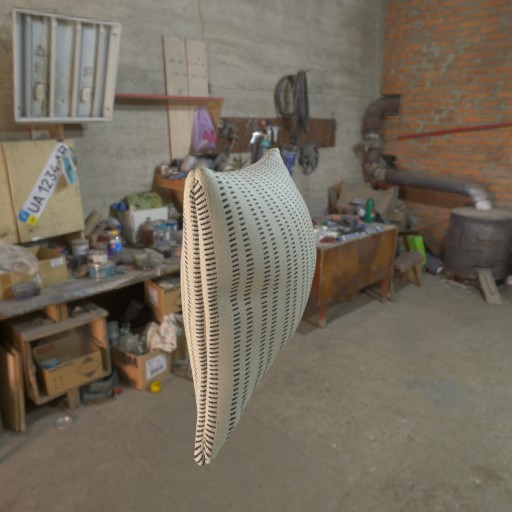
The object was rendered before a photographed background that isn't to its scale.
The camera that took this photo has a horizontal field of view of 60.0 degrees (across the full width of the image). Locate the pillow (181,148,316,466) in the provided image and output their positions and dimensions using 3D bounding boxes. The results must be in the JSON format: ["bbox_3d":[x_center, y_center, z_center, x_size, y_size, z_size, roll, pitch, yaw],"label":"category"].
[{"bbox_3d":[0.000,0.000,0.782,0.210,0.353,0.640,3,16,9],"label":"pillow"}]
